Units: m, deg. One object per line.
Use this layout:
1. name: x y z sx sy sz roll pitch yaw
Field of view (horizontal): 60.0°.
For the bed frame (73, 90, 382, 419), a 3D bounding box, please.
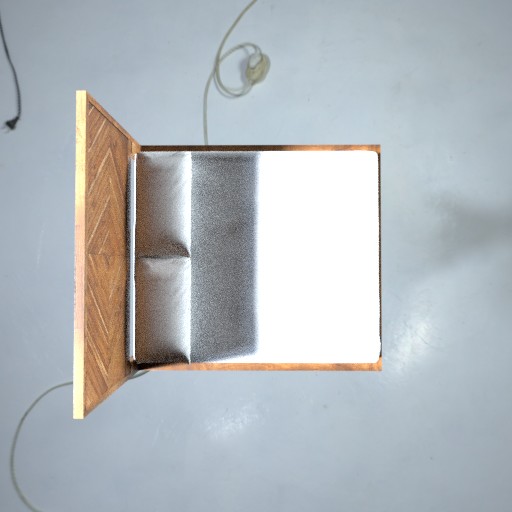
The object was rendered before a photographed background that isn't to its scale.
1. bed frame: 0.000 0.000 3.505 2.235 1.537 2.038 0 89 1
